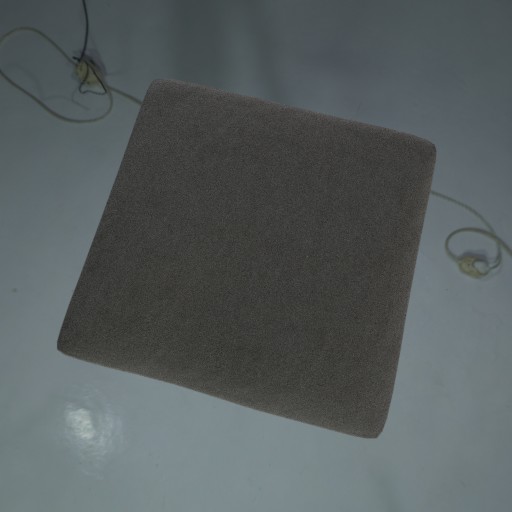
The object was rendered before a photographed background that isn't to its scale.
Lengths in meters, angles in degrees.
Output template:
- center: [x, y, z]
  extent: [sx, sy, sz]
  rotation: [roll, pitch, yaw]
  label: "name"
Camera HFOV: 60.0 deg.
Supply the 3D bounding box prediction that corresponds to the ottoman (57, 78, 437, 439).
- center: [0.000, 0.000, 1.391]
  extent: [0.881, 0.482, 0.861]
  rotation: [15, 78, 3]
  label: "ottoman"
